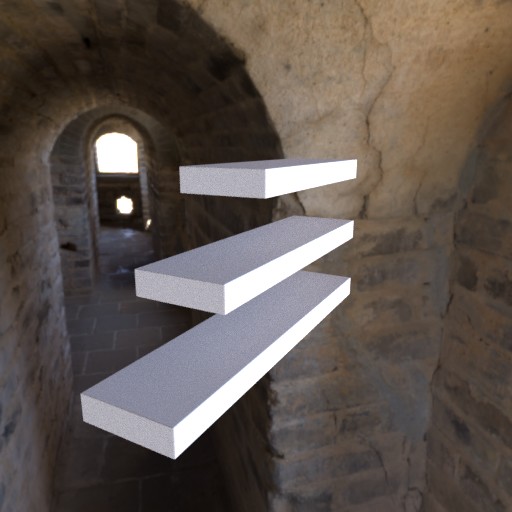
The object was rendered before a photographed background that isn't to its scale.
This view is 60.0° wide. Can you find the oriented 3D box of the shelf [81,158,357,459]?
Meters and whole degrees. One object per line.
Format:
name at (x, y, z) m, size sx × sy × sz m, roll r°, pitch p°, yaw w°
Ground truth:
shelf at (0.000, 0.000, 0.724) m, size 0.140 × 0.293 × 0.610 m, roll 8°, pitch 16°, yaw 28°
